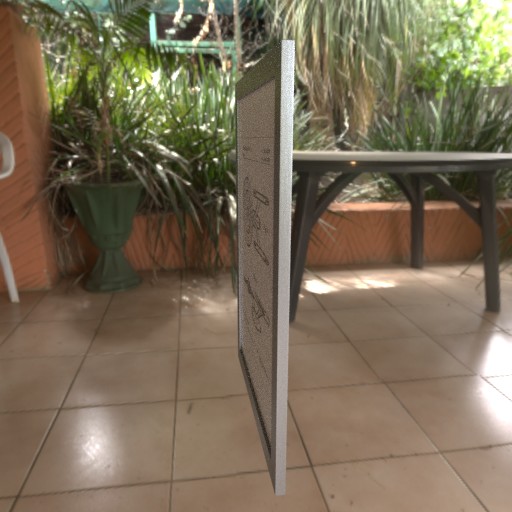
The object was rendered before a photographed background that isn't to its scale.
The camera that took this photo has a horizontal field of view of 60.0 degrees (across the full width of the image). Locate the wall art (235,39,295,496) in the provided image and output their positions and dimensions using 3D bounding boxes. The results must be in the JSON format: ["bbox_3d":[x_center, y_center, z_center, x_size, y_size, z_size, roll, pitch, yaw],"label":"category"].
[{"bbox_3d":[0.000,0.000,0.672,0.013,0.529,0.376,-2,15,-9],"label":"wall art"}]
